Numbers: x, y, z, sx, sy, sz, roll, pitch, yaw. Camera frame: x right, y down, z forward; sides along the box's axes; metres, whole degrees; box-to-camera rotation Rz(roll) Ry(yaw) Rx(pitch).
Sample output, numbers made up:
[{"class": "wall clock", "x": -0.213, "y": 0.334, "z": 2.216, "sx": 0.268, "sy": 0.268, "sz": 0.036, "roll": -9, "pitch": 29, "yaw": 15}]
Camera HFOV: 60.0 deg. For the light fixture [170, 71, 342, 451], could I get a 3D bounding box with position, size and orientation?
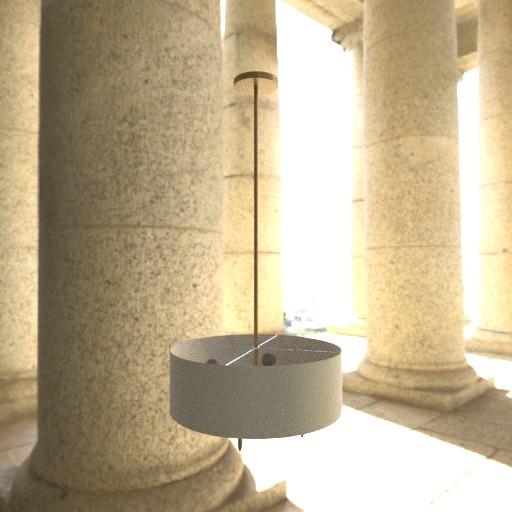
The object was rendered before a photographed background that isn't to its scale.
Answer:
[{"class": "light fixture", "x": 0.000, "y": 0.000, "z": 1.337, "sx": 0.508, "sy": 1.067, "sz": 0.508, "roll": 0, "pitch": -1, "yaw": 0}]
